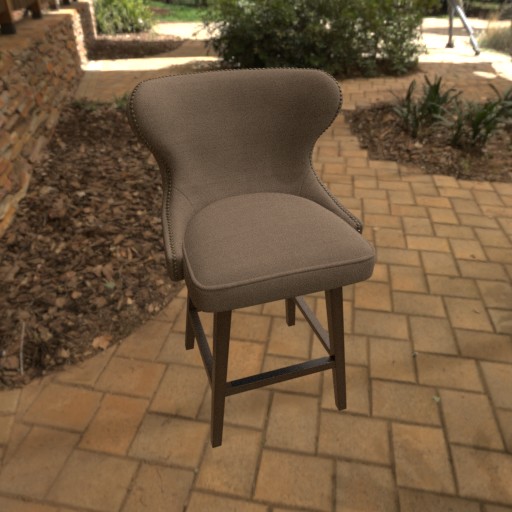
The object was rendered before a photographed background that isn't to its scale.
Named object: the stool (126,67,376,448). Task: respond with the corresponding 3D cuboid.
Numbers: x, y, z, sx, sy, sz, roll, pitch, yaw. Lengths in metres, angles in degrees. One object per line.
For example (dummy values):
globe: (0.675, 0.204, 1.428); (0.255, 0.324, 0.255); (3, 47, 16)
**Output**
stool: (0.000, 0.000, 1.346); (0.615, 0.972, 0.597); (-10, 34, -15)
